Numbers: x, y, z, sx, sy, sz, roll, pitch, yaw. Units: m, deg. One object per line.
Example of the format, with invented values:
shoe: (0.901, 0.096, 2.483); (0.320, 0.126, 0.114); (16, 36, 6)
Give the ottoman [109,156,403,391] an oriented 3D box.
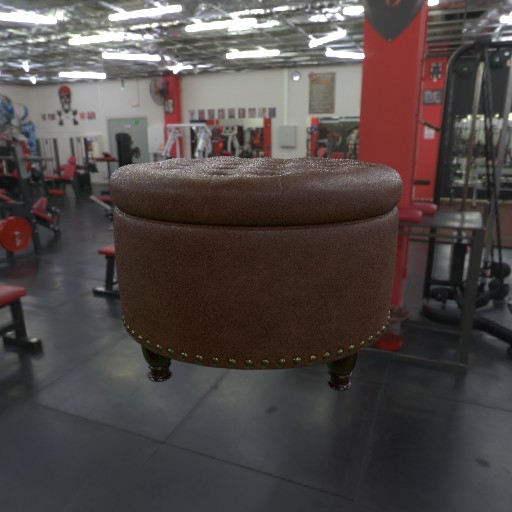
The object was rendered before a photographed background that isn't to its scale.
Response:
ottoman: (0.000, 0.000, 1.057); (0.637, 0.442, 0.637); (0, 15, 0)
